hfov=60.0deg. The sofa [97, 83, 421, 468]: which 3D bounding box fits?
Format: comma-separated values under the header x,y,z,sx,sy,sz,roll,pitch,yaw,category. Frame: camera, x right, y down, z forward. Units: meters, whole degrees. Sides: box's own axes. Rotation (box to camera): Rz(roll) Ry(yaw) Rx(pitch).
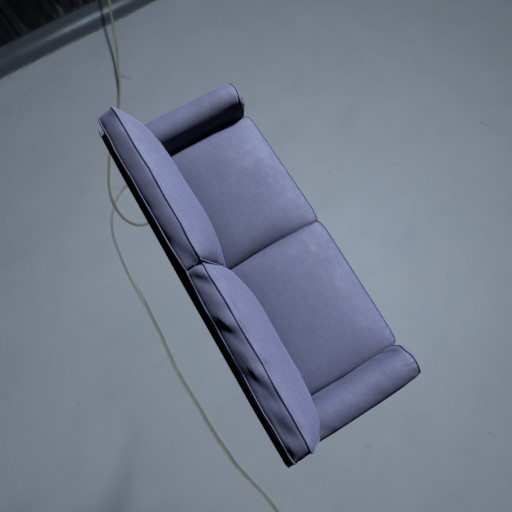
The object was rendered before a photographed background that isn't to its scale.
x,y,z,sx,sy,sz,roll,pitch,yaw,category
0.000,0.000,2.821,0.983,1.094,2.256,-30,78,-7,sofa
